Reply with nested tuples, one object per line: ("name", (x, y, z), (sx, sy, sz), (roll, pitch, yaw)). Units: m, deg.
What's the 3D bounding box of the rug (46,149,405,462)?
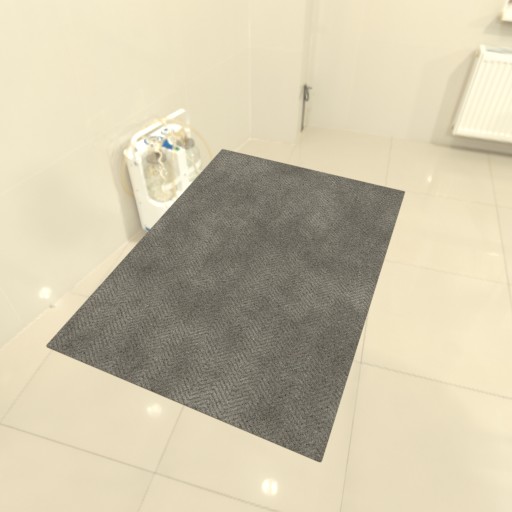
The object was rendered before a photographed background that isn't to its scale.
("rug", (0.000, 0.000, 2.977), (1.600, 0.008, 2.235), (17, 47, 16))
